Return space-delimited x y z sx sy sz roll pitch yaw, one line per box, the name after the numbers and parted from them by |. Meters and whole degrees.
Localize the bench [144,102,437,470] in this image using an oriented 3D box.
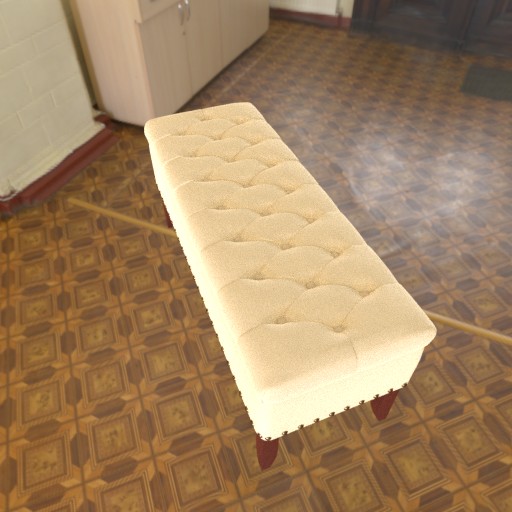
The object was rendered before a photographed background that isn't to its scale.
0.000 0.000 1.330 0.400 0.470 1.054 -16 48 -15 | bench
